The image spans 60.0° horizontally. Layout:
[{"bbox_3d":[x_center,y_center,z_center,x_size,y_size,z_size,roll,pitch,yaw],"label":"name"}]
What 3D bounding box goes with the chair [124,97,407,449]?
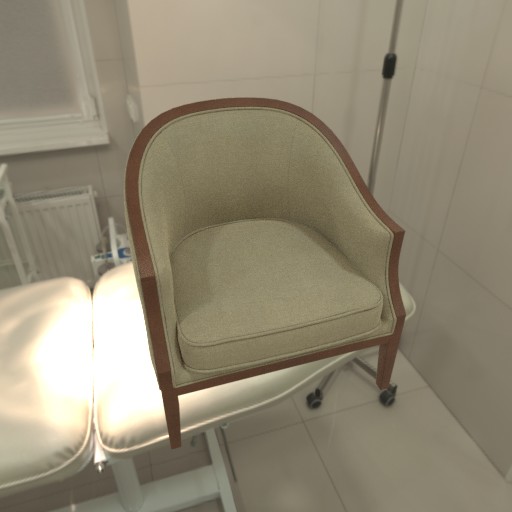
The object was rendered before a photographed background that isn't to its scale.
[{"bbox_3d":[0.000,0.000,1.505,0.803,0.876,0.735,-10,35,-15],"label":"chair"}]
